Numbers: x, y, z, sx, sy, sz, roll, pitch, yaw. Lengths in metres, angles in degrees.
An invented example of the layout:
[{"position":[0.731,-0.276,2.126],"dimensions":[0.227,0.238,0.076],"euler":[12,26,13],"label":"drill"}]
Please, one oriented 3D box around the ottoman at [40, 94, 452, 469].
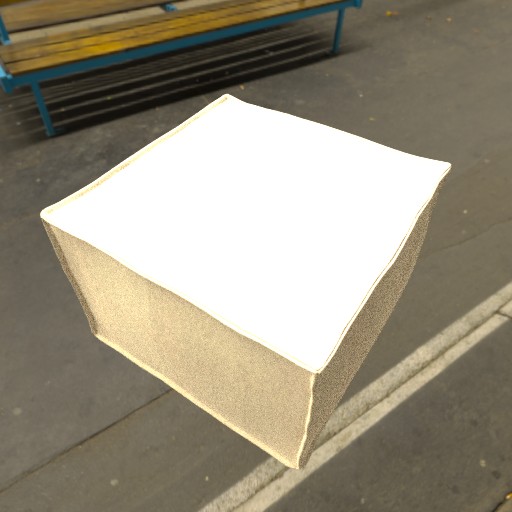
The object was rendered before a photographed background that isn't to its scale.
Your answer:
[{"position":[0.000,0.000,1.142],"dimensions":[0.707,0.470,0.696],"euler":[26,52,22],"label":"ottoman"}]
